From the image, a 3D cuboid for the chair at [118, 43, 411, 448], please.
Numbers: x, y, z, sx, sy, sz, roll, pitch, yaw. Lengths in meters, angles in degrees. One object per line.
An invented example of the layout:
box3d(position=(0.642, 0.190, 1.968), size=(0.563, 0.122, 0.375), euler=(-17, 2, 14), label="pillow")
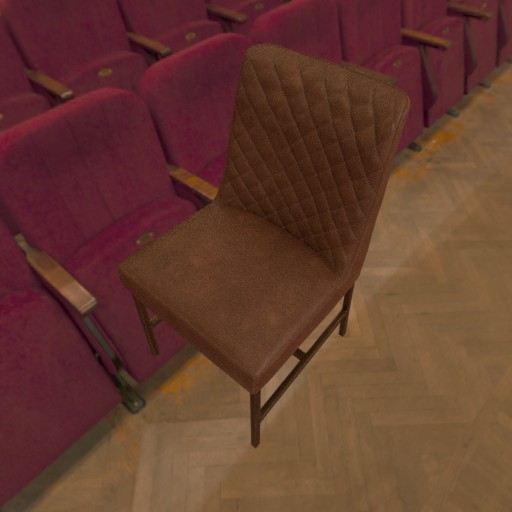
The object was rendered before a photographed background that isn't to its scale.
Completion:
box3d(position=(0.000, 0.000, 1.226), size=(0.508, 0.889, 0.587), euler=(33, 55, 27), label="chair")
